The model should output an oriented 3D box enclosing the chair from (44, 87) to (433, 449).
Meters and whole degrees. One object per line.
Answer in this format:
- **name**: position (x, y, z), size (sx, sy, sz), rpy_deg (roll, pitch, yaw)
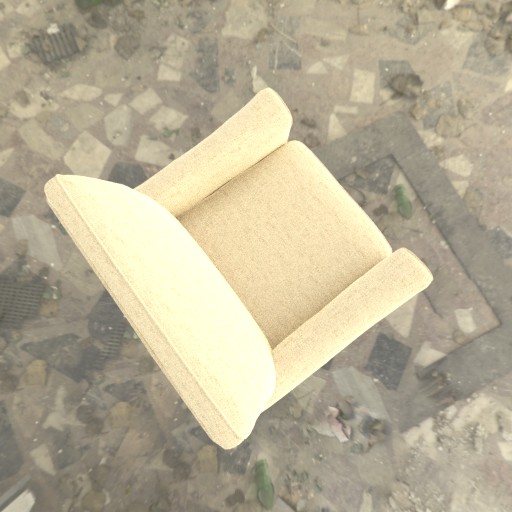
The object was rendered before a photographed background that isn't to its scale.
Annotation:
- **chair**: position (0.000, 0.000, 1.575), size (0.823, 0.943, 0.870), rpy_deg (-36, 80, -8)
